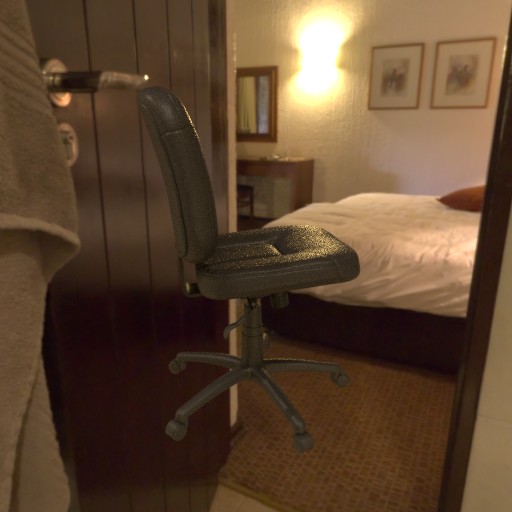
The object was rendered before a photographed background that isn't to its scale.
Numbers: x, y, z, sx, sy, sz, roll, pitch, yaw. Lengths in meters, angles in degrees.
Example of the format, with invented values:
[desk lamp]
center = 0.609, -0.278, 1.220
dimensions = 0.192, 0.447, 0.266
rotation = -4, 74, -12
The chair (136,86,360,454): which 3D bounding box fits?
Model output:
[chair]
center = 0.000, 0.000, 1.361
dimensions = 0.646, 0.959, 0.647
rotation = -3, 16, -9
